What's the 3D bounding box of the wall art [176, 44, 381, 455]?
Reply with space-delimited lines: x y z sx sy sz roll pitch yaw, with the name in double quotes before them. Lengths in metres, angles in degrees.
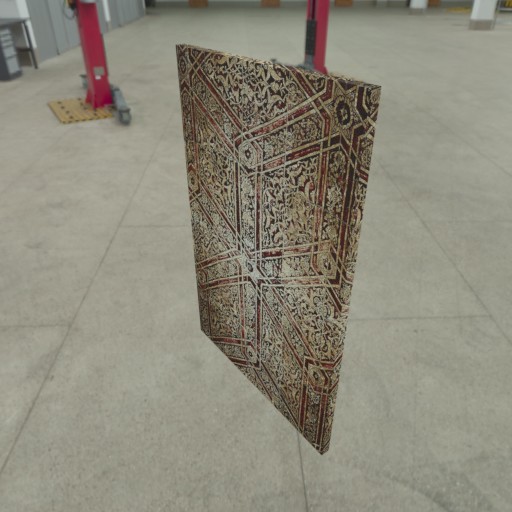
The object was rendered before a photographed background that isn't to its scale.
"wall art" 0.000 0.000 1.108 0.030 0.904 0.599 -22 39 -31
